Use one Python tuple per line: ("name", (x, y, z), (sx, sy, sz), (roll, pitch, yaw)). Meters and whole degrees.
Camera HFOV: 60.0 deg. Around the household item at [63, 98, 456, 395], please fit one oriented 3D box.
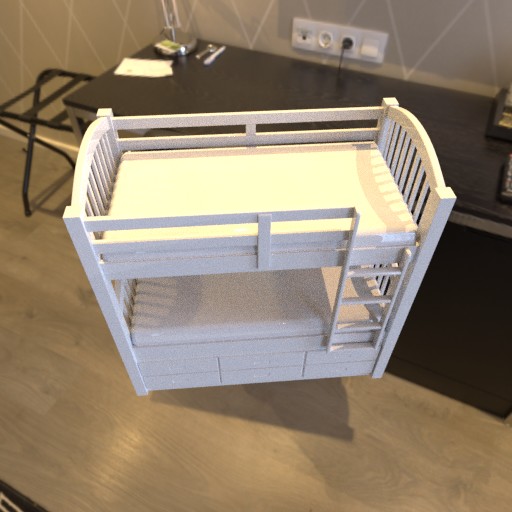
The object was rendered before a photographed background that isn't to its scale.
("household item", (0.000, 0.000, 3.306), (2.032, 2.032, 1.143), (-3, 47, -3))
